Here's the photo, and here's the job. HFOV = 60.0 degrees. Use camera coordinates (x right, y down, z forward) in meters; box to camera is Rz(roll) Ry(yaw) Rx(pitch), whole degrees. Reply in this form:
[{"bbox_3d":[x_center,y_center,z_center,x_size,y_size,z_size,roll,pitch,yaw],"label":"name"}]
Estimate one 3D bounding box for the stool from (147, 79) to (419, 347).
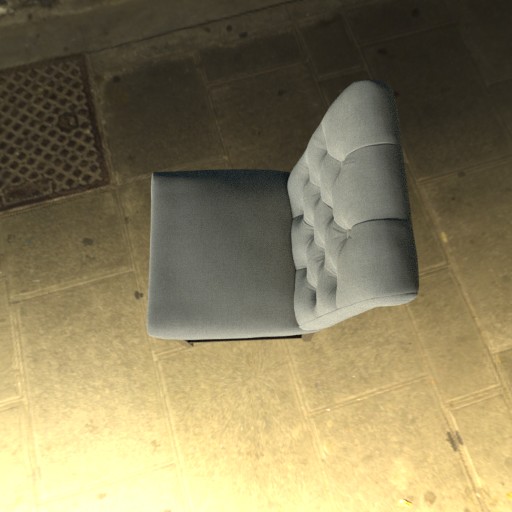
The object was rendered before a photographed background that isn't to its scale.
[{"bbox_3d":[0.000,0.000,1.336,0.601,1.040,0.493,-2,75,0],"label":"stool"}]
